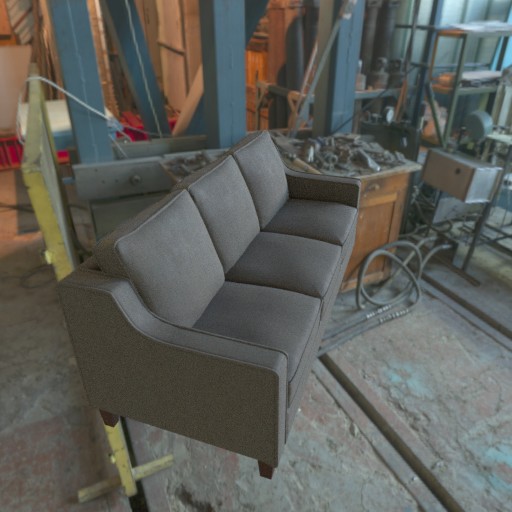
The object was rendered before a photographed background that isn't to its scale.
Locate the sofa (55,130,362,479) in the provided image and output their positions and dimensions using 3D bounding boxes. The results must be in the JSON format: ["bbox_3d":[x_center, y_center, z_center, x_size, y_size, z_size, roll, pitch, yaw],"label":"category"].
[{"bbox_3d":[0.000,0.000,2.506,0.911,0.974,1.986,10,32,17],"label":"sofa"}]
